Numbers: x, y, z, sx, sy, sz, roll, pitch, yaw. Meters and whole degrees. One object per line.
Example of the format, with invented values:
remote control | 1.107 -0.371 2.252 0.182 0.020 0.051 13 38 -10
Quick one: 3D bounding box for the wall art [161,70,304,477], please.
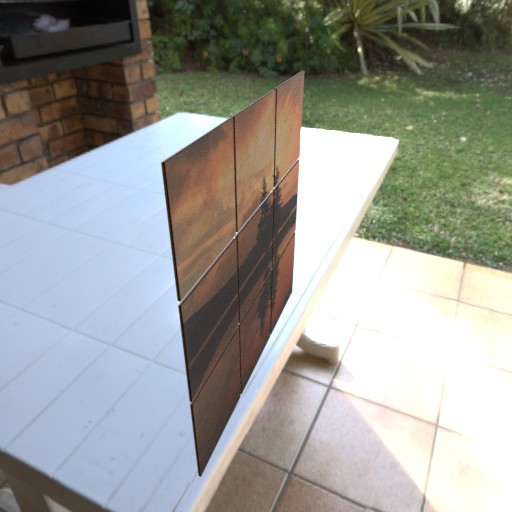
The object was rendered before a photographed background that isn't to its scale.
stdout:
wall art | 0.000 0.000 2.255 0.013 1.525 1.520 11 34 17
